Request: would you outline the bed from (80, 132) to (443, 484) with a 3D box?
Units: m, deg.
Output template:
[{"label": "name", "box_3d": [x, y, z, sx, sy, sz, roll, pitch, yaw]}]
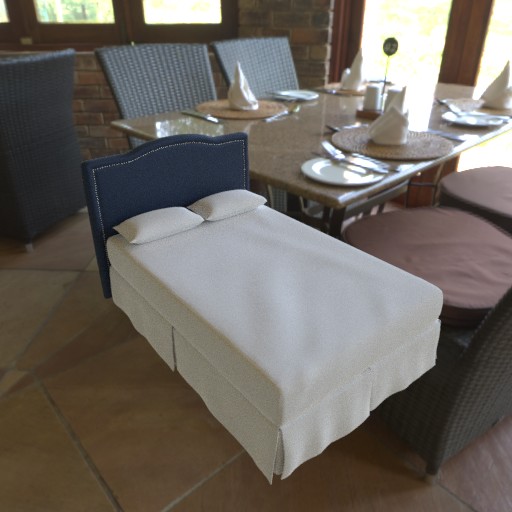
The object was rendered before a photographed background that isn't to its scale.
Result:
[{"label": "bed", "box_3d": [0.000, 0.000, 3.520, 1.741, 1.441, 2.507, -21, 35, -33]}]
